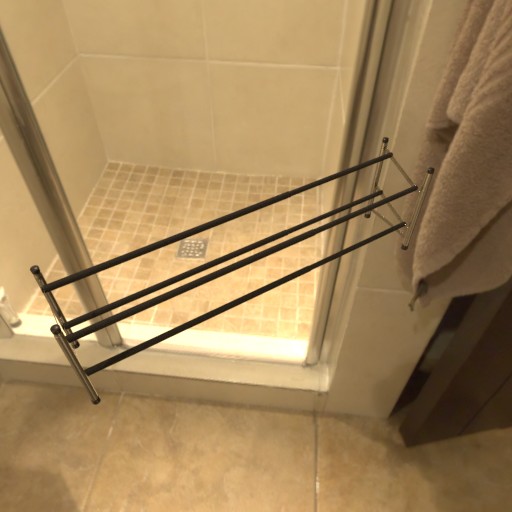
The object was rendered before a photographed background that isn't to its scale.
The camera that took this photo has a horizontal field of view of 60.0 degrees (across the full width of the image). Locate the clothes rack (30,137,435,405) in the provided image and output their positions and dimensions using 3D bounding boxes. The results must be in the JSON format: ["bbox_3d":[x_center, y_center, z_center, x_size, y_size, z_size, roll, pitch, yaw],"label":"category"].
[{"bbox_3d":[0.000,0.000,1.354,1.168,0.349,0.229,-23,51,-21],"label":"clothes rack"}]
